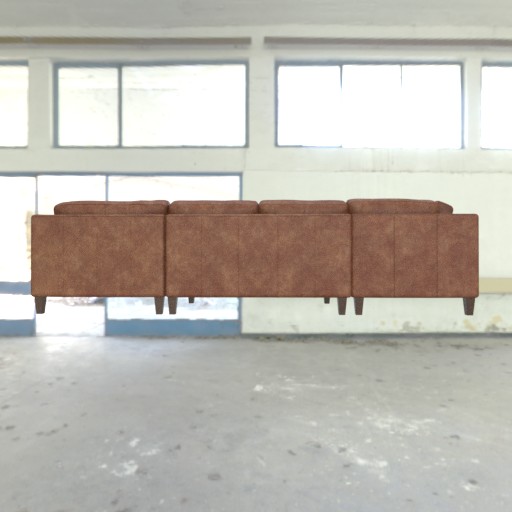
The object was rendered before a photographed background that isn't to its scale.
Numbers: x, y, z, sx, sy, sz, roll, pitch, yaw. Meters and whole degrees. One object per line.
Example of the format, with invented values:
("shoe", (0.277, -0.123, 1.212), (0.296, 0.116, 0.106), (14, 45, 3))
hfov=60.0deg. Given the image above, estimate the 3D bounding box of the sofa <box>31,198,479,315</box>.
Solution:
("sofa", (0.000, 0.000, 4.489), (3.324, 0.888, 2.452), (0, 0, 1))
